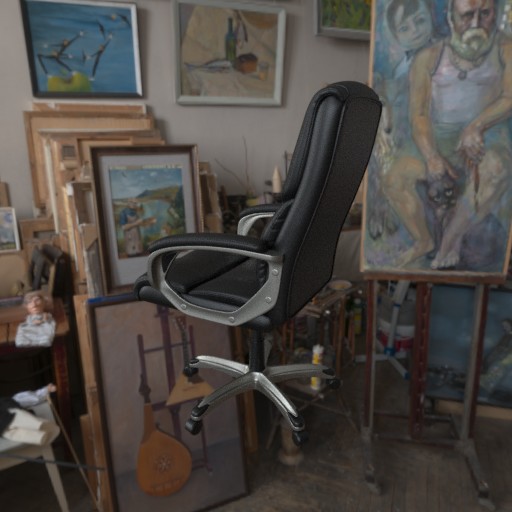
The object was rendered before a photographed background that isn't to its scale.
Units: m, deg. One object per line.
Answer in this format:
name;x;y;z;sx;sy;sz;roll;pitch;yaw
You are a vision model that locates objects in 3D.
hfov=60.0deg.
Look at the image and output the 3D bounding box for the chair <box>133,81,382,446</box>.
chair;0.000;0.000;1.606;0.739;1.155;0.663;8;19;26
